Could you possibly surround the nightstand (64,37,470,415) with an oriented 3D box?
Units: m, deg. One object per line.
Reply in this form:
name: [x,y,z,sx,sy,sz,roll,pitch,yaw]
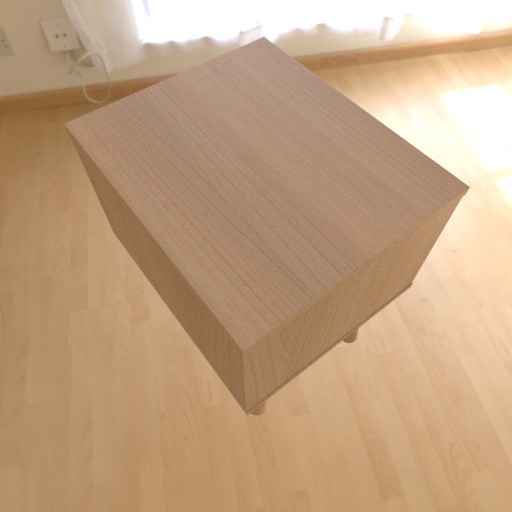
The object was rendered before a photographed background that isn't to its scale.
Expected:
nightstand: [0.000,0.000,0.851,0.380,0.530,0.450,-33,63,-19]
